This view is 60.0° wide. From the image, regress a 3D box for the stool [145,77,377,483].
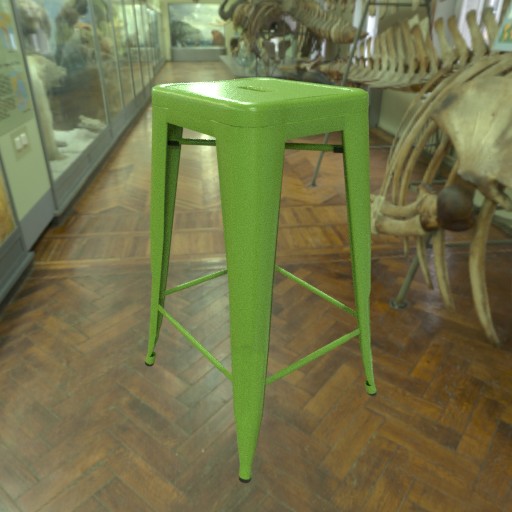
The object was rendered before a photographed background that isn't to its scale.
[{"bbox_3d":[0.000,0.000,0.851,0.358,0.609,0.398,-19,33,-33],"label":"stool"}]
